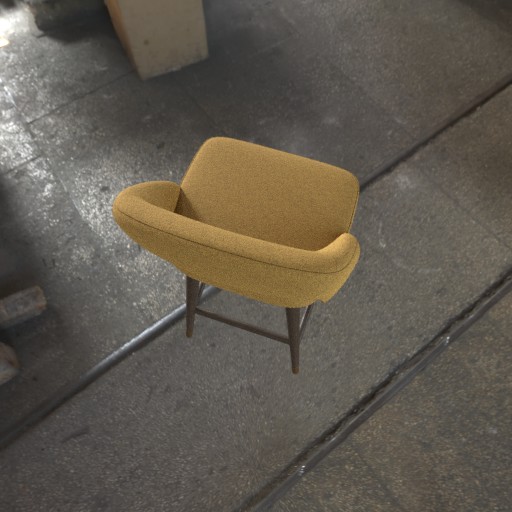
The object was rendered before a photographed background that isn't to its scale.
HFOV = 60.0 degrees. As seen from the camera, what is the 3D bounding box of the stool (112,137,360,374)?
[{"bbox_3d":[0.000,0.000,1.320,0.536,1.032,0.522,17,65,8],"label":"stool"}]
